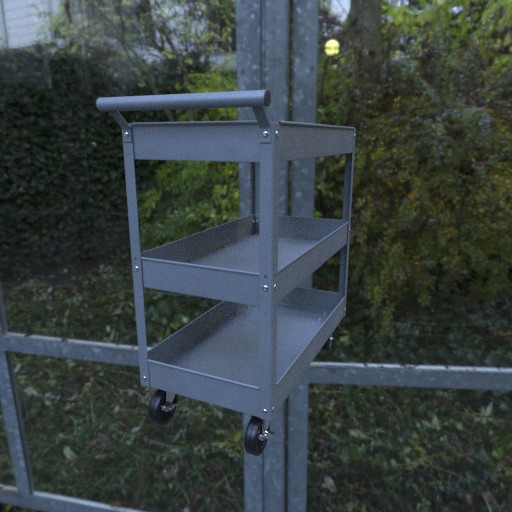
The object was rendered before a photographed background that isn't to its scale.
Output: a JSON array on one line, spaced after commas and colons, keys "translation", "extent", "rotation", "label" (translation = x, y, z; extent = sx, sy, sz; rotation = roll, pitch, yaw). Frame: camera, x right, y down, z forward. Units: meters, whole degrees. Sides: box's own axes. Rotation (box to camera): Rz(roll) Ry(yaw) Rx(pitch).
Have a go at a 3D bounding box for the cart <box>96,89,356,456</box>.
[{"translation": [0.000, 0.000, 1.214], "extent": [0.366, 0.780, 0.719], "rotation": [7, 16, 24], "label": "cart"}]
